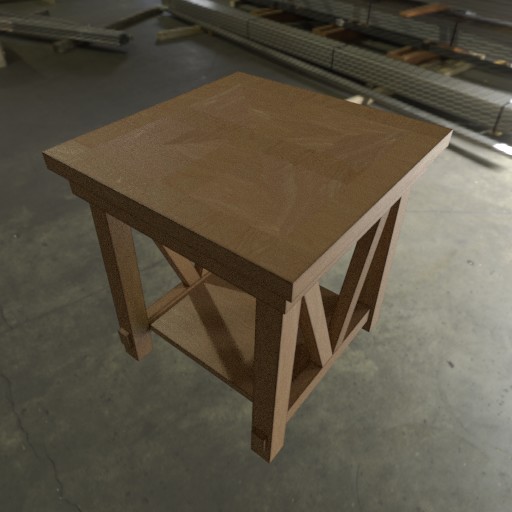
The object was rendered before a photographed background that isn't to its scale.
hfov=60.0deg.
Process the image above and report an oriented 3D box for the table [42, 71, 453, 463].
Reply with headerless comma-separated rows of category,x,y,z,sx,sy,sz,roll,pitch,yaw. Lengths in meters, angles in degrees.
table,0.000,0.000,1.132,0.610,0.638,0.612,27,48,28
